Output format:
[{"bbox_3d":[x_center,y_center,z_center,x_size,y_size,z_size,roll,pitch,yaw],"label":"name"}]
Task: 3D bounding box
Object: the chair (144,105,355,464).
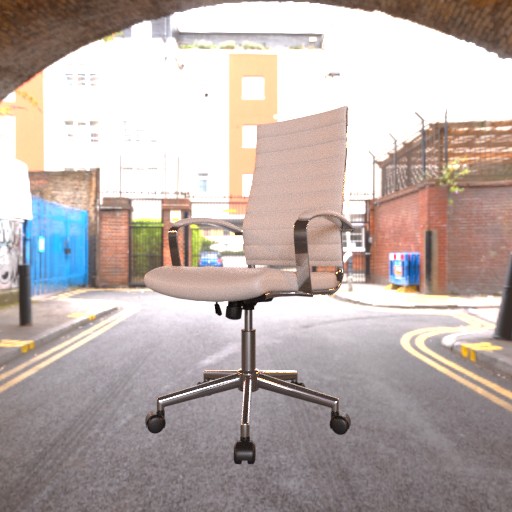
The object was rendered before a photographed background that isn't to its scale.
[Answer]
[{"bbox_3d":[0.000,0.000,1.584,0.679,1.149,0.679,0,0,37],"label":"chair"}]
